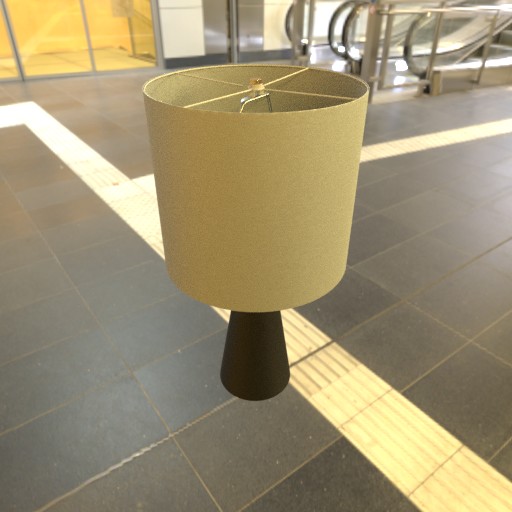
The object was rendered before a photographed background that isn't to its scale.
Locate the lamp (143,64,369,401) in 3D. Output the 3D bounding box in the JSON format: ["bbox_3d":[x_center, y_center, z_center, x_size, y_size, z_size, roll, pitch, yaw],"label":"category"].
[{"bbox_3d":[0.000,0.000,0.768,0.308,0.580,0.308,20,38,28],"label":"lamp"}]
